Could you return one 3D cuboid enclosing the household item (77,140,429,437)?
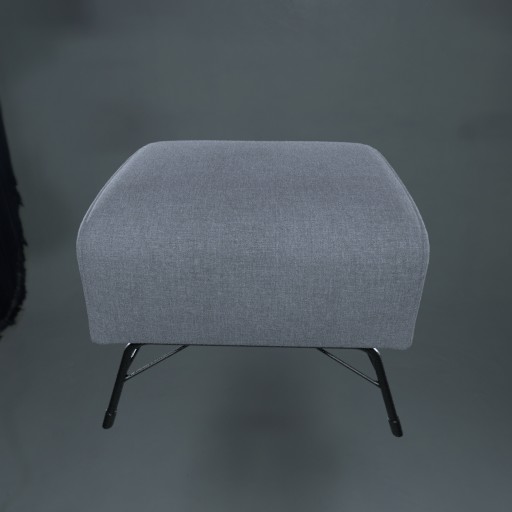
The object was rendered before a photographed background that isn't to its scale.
[{"bbox_3d":[0.000,0.000,0.901,0.530,0.410,0.530,1,30,2],"label":"household item"}]
